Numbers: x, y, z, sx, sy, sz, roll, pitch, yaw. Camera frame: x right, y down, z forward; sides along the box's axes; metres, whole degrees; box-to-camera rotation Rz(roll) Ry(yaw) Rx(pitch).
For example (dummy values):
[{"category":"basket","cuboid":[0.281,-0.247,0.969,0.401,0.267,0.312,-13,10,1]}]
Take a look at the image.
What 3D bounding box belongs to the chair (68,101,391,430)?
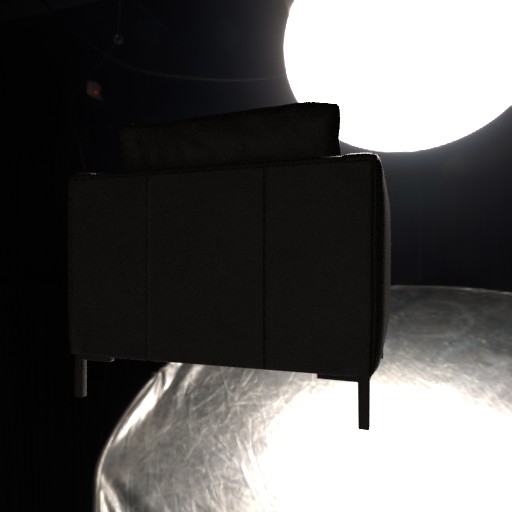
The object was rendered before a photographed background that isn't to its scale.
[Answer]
[{"category":"chair","cuboid":[0.000,0.000,1.489,0.967,0.824,0.861,0,-1,18]}]
